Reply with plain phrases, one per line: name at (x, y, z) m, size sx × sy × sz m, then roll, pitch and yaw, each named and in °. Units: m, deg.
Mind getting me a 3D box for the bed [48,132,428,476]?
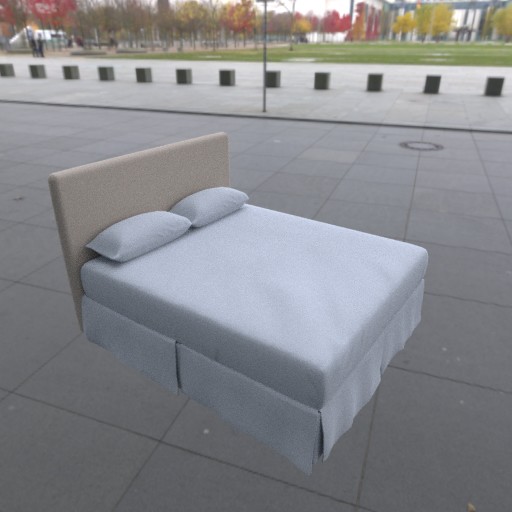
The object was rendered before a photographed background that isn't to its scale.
bed at (0.000, 0.000, 3.293) m, size 2.142 × 1.330 × 1.884 m, roll 17°, pitch 31°, yaw 31°
